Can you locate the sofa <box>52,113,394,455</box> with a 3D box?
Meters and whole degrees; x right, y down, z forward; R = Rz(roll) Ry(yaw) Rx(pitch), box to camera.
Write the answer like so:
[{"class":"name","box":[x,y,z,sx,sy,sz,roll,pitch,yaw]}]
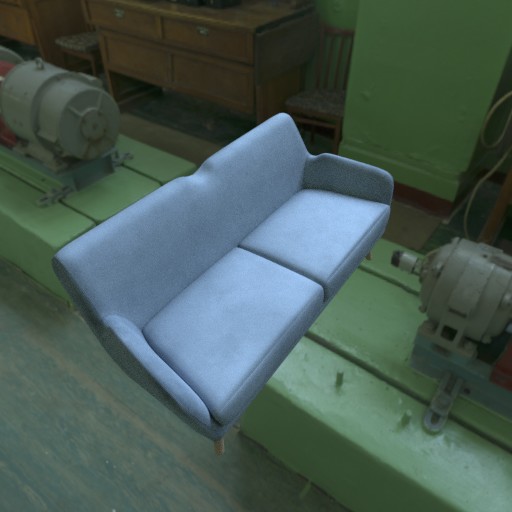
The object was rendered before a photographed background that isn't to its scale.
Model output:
[{"class":"sofa","box":[0.000,0.000,2.325,0.850,0.810,1.870,25,47,26]}]
